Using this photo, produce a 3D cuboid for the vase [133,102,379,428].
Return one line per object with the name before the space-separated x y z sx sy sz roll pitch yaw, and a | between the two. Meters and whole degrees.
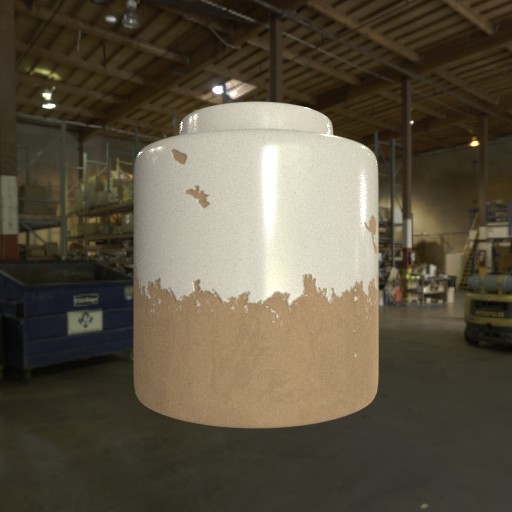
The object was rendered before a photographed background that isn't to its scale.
vase | 0.000 0.000 0.287 0.153 0.167 0.153 0 0 0
